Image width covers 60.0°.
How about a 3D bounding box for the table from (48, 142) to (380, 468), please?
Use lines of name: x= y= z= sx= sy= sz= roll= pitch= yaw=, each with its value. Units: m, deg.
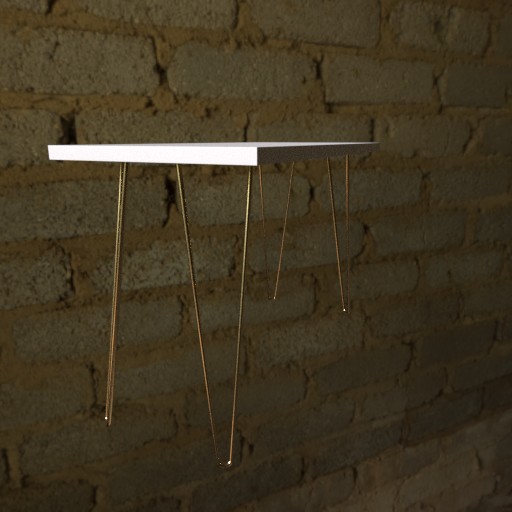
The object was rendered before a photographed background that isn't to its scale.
table: x=0.000 y=0.000 z=1.345 sx=0.498 sy=0.660 sz=0.991 roll=7 pitch=16 yaw=26
